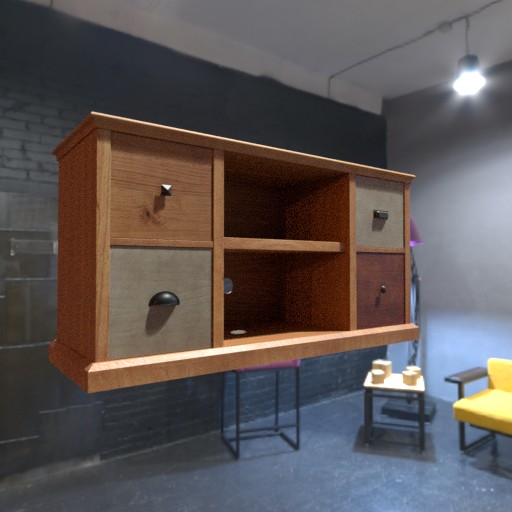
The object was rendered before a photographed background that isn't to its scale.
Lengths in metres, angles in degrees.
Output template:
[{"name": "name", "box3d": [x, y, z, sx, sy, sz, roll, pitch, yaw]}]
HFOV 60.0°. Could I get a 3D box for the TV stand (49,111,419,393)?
[{"name": "TV stand", "box3d": [0.000, 0.000, 1.463, 1.181, 0.607, 0.417, 1, -2, -36]}]
